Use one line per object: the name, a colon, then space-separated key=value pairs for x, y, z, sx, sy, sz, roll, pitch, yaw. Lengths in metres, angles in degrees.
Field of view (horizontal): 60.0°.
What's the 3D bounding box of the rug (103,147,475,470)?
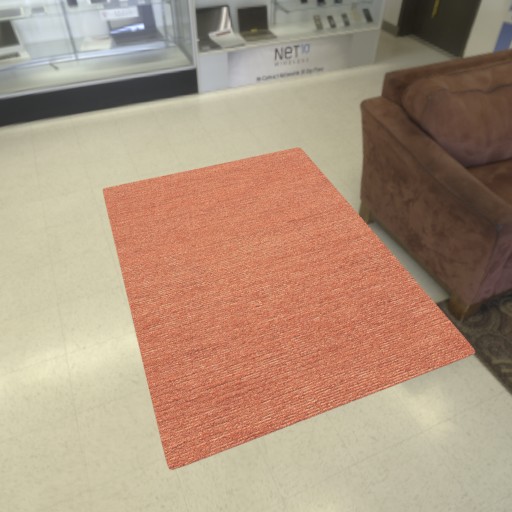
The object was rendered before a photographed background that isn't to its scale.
rug: x=0.000 y=0.000 z=2.739 sx=1.594 sy=0.009 sz=2.112 roll=-15 pitch=47 yaw=-15
